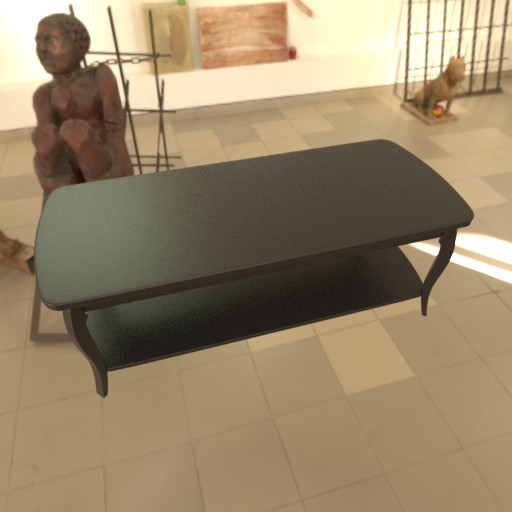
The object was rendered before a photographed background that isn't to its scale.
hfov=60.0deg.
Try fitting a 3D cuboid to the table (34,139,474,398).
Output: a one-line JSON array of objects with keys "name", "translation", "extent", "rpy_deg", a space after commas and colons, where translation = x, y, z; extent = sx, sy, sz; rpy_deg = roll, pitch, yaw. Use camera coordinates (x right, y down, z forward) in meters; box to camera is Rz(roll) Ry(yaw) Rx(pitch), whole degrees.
[{"name": "table", "translation": [0.000, 0.000, 1.572], "extent": [1.333, 0.457, 0.571], "rpy_deg": [-11, 43, -13]}]
